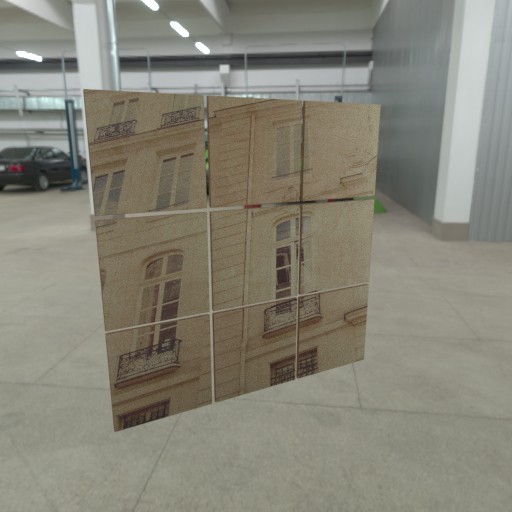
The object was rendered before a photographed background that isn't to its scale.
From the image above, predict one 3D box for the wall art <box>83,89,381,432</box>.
[{"bbox_3d":[0.000,0.000,1.356,0.915,0.913,0.018,-8,16,-27],"label":"wall art"}]
